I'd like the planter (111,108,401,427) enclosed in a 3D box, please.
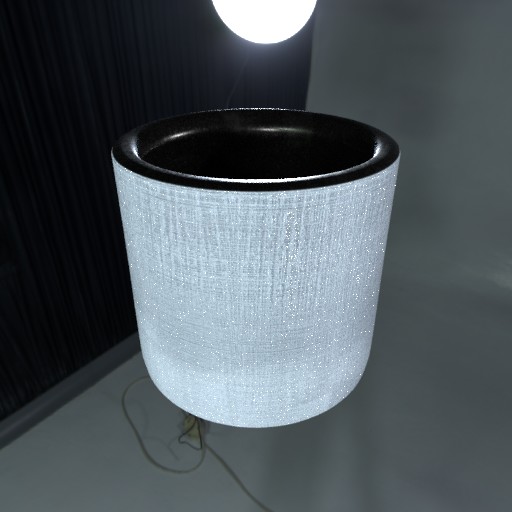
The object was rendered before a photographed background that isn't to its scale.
[{"bbox_3d":[0.000,0.000,0.288,0.160,0.156,0.160,0,30,0],"label":"planter"}]
